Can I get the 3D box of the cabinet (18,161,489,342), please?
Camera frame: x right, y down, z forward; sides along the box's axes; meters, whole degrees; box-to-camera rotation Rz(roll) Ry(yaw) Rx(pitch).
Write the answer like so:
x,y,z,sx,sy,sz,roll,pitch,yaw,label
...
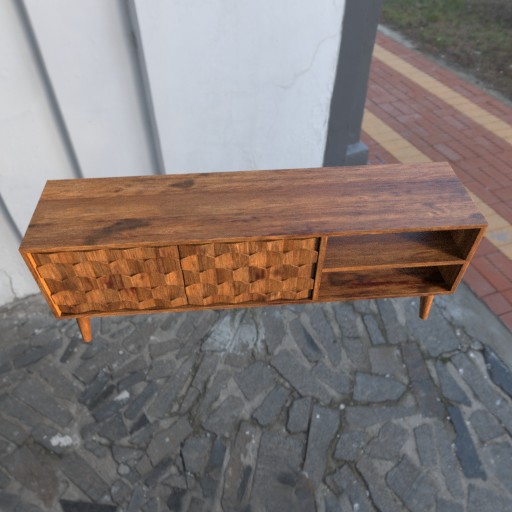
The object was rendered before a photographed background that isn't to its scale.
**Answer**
x,y,z,sx,sy,sz,roll,pitch,yaw,label
0.000,0.000,1.671,1.448,0.528,0.349,-3,46,-3,cabinet
